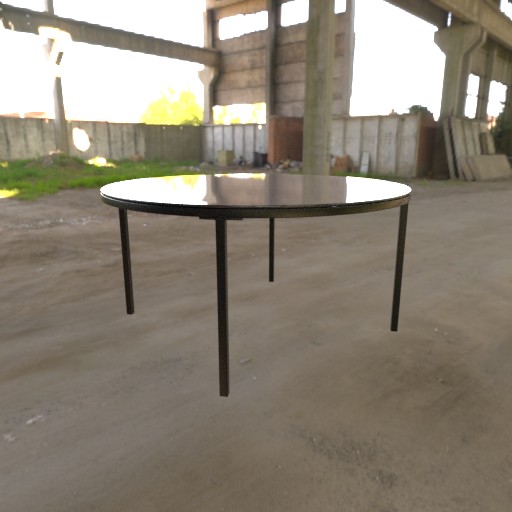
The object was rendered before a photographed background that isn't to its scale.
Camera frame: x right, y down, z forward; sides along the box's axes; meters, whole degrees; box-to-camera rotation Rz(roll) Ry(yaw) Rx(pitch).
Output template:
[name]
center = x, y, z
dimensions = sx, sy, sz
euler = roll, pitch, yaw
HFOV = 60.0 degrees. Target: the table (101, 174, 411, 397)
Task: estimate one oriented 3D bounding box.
[table]
center = 0.000, 0.000, 1.251
dimensions = 0.800, 0.400, 0.800
euler = 0, 15, 0
